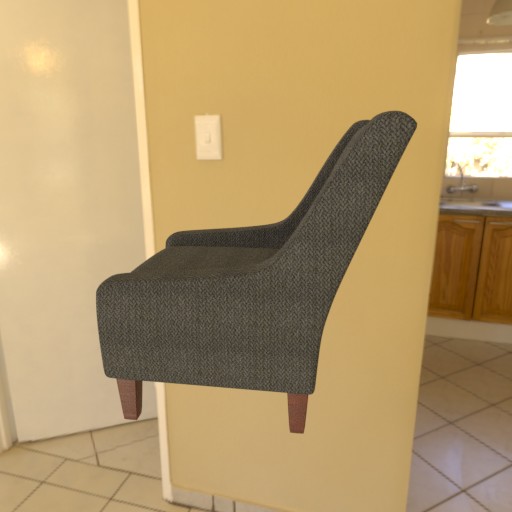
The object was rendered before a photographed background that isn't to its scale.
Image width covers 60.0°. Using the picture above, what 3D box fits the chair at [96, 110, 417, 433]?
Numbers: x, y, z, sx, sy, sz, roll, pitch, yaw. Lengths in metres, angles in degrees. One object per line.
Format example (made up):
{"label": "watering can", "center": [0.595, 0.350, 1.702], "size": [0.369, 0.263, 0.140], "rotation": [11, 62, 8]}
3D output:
{"label": "chair", "center": [0.000, 0.000, 1.689], "size": [0.944, 1.012, 0.793], "rotation": [2, 15, 7]}
